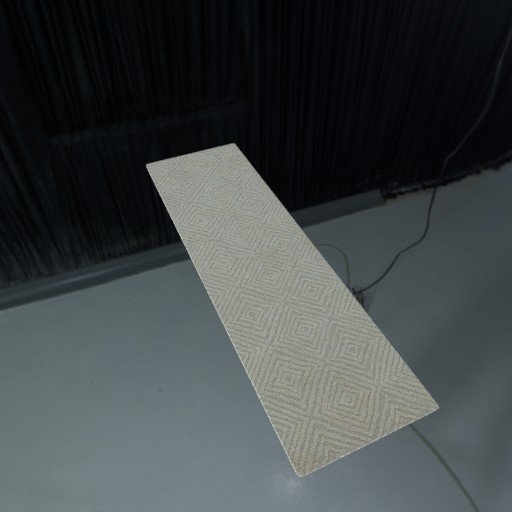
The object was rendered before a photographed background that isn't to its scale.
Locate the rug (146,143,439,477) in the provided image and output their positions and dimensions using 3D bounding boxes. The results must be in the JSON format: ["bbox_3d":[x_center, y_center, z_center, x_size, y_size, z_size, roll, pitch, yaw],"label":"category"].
[{"bbox_3d":[0.000,0.000,2.499,0.676,0.008,2.277,-18,48,-17],"label":"rug"}]
